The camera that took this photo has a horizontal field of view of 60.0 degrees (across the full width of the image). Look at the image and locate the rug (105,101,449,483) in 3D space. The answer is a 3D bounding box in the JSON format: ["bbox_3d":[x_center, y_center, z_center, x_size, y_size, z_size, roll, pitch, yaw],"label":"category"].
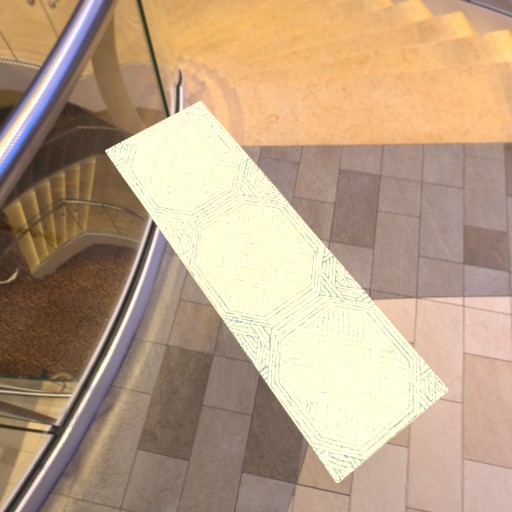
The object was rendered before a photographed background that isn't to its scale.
[{"bbox_3d":[0.000,0.000,2.666,0.775,0.012,2.452,-33,69,-14],"label":"rug"}]
